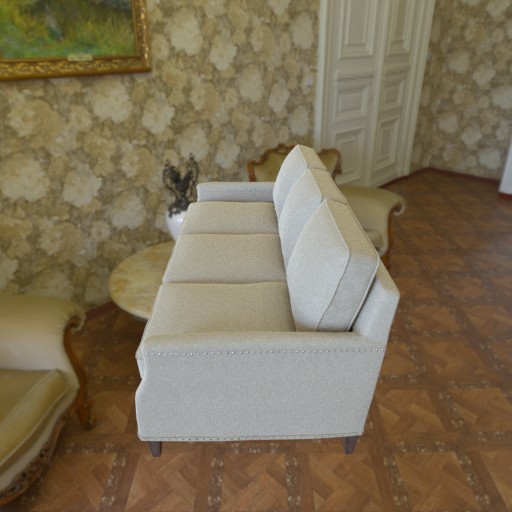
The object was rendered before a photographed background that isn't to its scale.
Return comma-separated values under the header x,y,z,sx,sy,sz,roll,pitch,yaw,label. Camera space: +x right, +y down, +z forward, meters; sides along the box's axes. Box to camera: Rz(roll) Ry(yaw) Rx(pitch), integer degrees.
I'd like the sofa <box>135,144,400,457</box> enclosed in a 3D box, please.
x,y,z,sx,sy,sz,roll,pitch,yaw,label
0.000,0.000,2.787,1.084,1.003,2.246,0,26,-1,sofa
